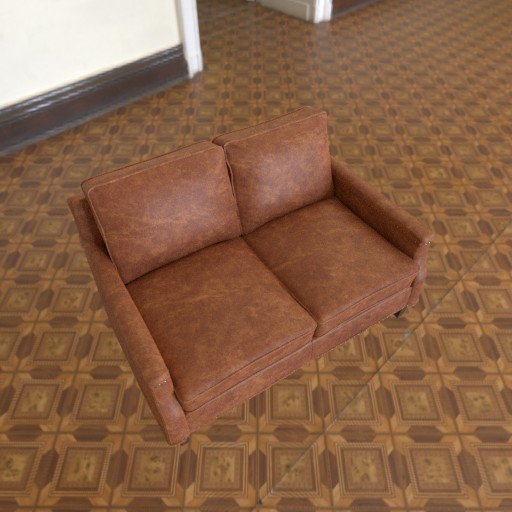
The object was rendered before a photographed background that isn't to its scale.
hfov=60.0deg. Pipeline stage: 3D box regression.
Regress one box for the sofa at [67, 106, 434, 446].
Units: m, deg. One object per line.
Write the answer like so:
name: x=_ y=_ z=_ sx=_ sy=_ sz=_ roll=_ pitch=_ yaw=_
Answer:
sofa: x=0.000 y=0.000 z=2.355 sx=1.597 sy=1.003 sz=1.084 roll=-24 pitch=52 yaw=-21
